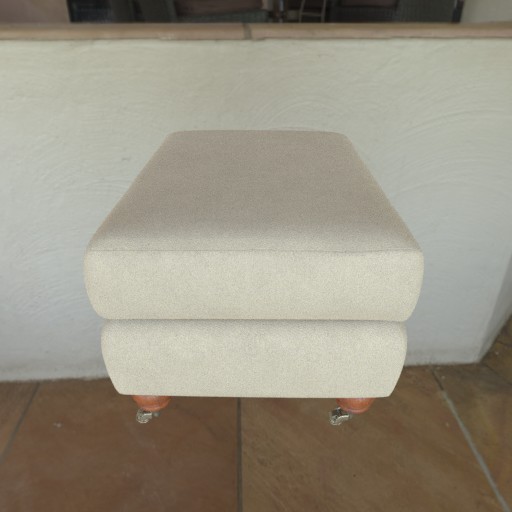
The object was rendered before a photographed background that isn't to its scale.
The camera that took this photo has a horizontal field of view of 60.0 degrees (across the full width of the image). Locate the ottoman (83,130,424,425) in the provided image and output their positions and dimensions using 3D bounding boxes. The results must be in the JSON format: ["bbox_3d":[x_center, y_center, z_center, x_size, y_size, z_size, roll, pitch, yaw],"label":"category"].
[{"bbox_3d":[0.000,0.000,1.114,0.569,0.504,0.773,0,29,1],"label":"ottoman"}]
